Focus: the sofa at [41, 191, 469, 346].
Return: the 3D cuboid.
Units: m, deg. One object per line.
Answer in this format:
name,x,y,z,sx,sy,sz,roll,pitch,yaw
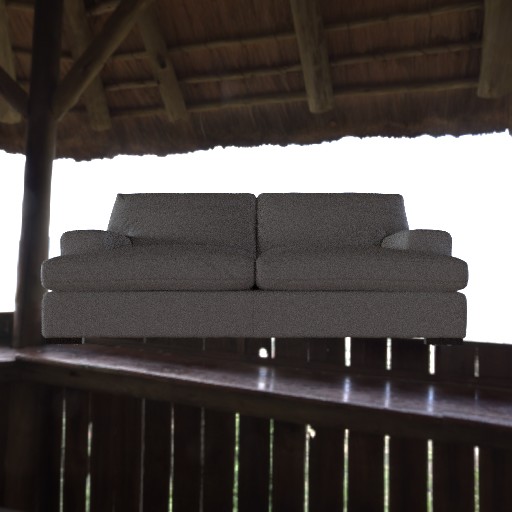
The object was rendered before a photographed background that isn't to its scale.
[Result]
sofa,0.000,0.000,2.781,2.261,0.940,1.143,0,-2,0
